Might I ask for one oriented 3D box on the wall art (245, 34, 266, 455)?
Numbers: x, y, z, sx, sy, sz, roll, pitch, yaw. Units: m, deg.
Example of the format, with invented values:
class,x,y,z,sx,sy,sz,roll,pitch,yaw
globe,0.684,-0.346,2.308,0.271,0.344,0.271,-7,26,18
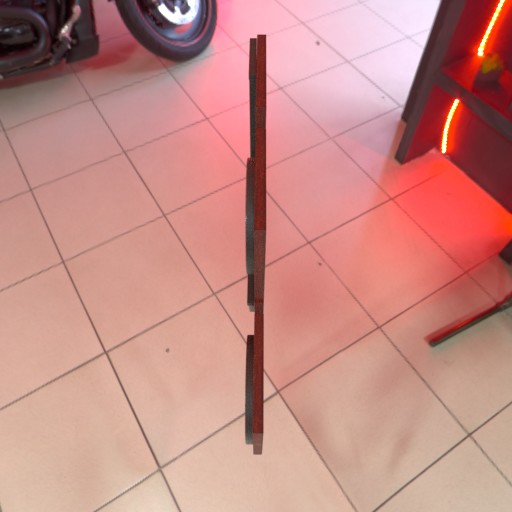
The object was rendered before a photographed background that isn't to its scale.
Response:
class,x,y,z,sx,sy,sz,roll,pitch,yaw
wall art,0.000,0.000,0.841,0.030,0.497,0.635,1,58,0
